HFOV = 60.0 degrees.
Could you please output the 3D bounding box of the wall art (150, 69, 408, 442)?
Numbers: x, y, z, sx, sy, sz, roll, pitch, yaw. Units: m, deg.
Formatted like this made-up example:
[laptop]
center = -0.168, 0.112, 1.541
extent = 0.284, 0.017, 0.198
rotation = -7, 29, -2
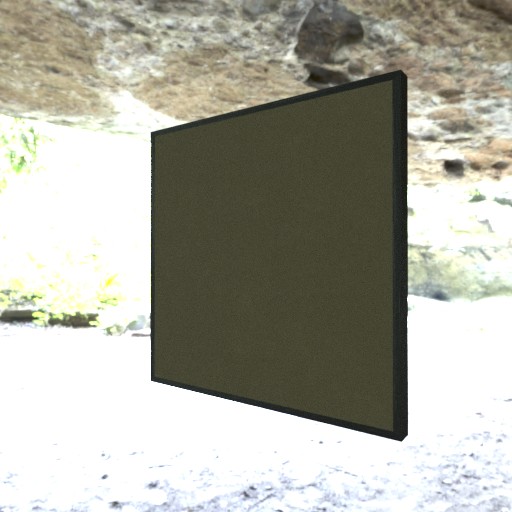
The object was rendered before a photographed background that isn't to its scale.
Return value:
[wall art]
center = 0.000, 0.000, 1.143
extent = 0.762, 0.758, 0.043
rotation = 0, 0, 36
